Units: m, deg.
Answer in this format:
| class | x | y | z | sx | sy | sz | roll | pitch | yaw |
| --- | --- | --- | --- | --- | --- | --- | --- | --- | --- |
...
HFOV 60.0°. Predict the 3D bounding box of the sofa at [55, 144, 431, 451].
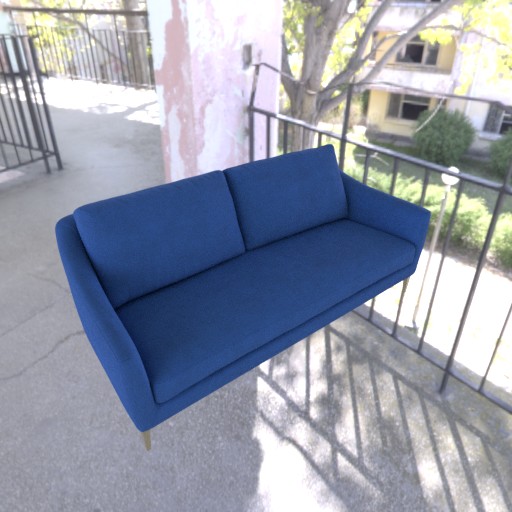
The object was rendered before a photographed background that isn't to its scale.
| class | x | y | z | sx | sy | sz | roll | pitch | yaw |
| --- | --- | --- | --- | --- | --- | --- | --- | --- | --- |
| sofa | 0.000 | 0.000 | 2.547 | 2.036 | 0.903 | 0.960 | -22 | 37 | -33 |
